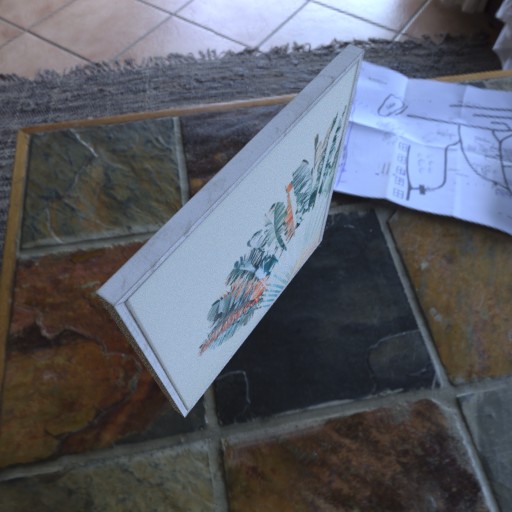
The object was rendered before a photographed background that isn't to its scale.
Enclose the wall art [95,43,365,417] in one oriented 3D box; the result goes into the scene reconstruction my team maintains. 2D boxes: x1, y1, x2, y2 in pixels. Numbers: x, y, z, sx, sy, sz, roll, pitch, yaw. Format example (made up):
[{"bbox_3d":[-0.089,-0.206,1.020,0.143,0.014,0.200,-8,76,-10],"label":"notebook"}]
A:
[{"bbox_3d":[0.000,0.000,1.135,0.038,0.757,0.760,32,63,18],"label":"wall art"}]
